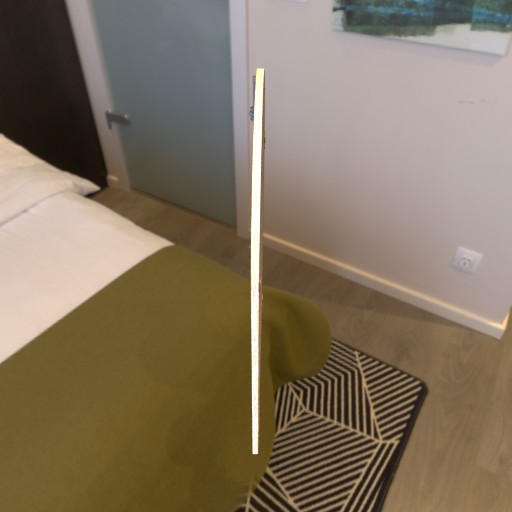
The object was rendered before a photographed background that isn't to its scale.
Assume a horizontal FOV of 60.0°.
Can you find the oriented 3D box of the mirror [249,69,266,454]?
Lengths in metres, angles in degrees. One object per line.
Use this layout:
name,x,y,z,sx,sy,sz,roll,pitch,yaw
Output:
mirror,0.000,0.000,1.150,0.032,0.915,0.609,1,41,1
